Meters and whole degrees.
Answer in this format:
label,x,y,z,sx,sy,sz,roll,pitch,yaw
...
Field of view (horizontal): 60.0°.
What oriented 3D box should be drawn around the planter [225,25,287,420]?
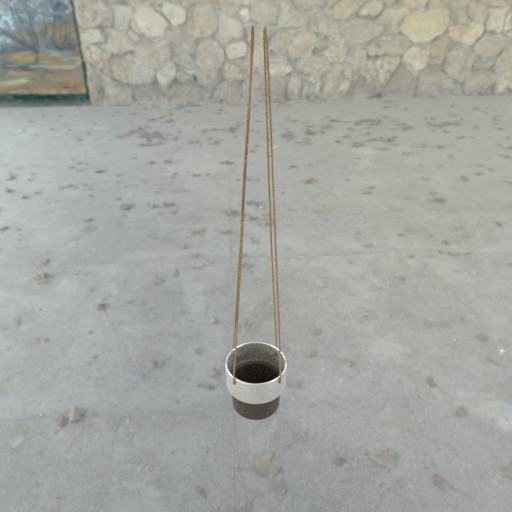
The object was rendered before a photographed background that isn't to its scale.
label,x,y,z,sx,sy,sz,roll,pitch,yaw
planter,0.000,0.000,1.163,0.187,1.073,0.187,-1,29,-2
